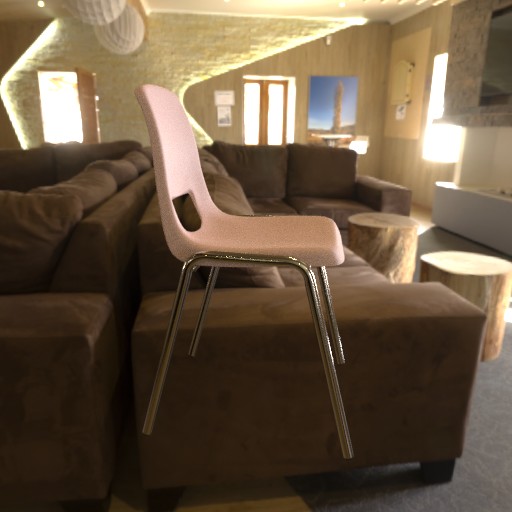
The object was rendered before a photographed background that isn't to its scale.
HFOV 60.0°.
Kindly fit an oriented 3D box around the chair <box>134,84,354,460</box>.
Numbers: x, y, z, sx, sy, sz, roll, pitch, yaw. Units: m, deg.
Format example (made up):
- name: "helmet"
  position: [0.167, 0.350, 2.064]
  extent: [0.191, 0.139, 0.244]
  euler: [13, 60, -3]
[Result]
- name: "chair"
  position: [0.000, 0.000, 0.969]
  extent: [0.436, 0.704, 0.381]
  euler: [2, 16, 8]
